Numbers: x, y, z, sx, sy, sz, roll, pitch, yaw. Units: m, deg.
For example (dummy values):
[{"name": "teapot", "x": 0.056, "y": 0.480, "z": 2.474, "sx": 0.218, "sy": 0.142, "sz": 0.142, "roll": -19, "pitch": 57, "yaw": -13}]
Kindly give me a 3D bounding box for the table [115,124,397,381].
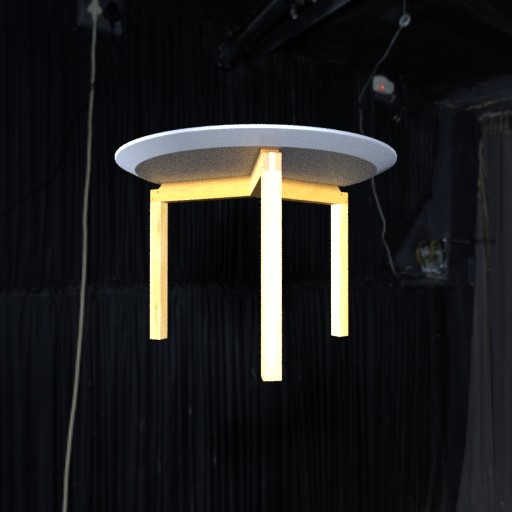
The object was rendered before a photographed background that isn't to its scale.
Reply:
[{"name": "table", "x": 0.000, "y": 0.000, "z": 0.989, "sx": 0.600, "sy": 0.405, "sz": 0.600, "roll": 0, "pitch": -1, "yaw": 0}]
